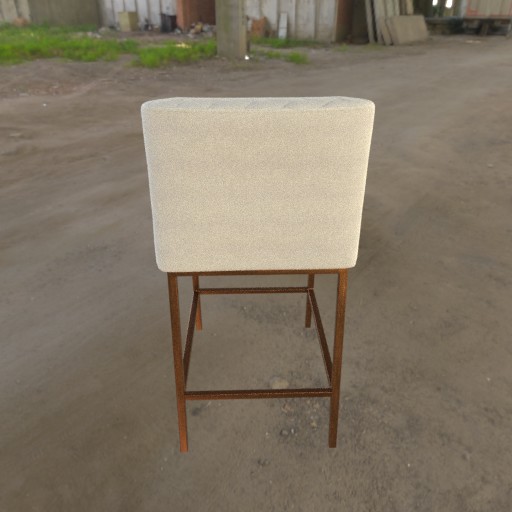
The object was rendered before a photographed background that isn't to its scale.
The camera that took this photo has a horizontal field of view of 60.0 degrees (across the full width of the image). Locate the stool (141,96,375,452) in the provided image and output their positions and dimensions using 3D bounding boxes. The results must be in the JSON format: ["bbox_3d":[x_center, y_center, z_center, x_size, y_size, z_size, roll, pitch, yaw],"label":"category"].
[{"bbox_3d":[0.000,0.000,1.296,0.507,0.973,0.576,-1,30,-2],"label":"stool"}]
